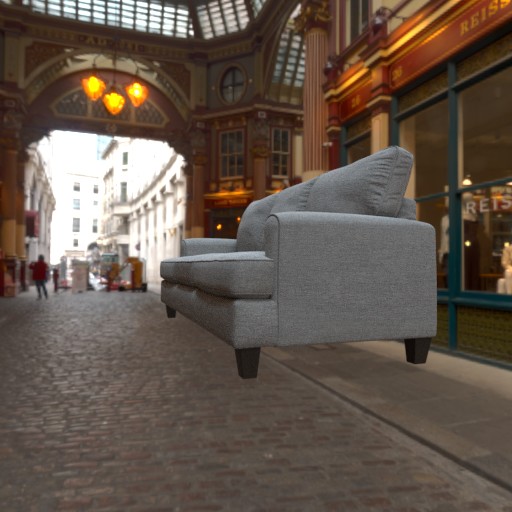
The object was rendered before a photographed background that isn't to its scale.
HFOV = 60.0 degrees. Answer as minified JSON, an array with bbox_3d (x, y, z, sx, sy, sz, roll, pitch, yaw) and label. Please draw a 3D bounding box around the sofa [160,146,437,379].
[{"bbox_3d":[0.000,0.000,2.766,0.951,0.965,2.158,0,-1,-19],"label":"sofa"}]
